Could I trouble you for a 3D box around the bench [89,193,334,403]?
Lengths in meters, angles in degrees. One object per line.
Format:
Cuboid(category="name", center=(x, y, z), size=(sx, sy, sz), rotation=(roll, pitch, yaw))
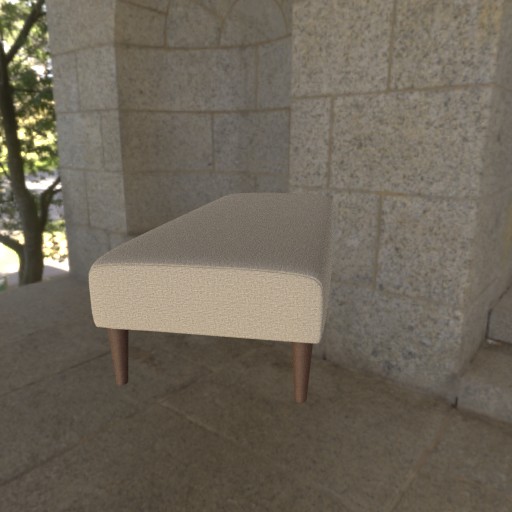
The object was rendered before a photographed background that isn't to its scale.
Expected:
Cuboid(category="bench", center=(0.000, 0.000, 1.899), size=(0.646, 0.393, 1.609), rotation=(2, 14, 10))
